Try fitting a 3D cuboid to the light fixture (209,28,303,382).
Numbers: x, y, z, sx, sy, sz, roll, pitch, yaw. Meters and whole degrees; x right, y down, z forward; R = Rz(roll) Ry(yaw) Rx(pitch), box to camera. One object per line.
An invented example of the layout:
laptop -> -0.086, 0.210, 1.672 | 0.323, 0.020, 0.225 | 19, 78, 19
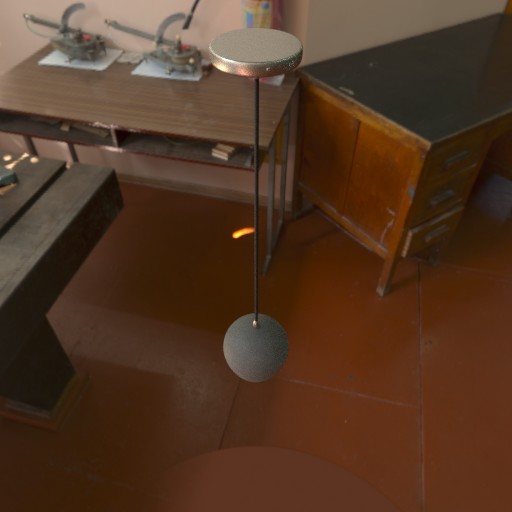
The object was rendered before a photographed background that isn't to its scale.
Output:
light fixture -> 0.000, 0.000, 0.830 | 0.153, 0.760, 0.153 | -32, 53, -28
